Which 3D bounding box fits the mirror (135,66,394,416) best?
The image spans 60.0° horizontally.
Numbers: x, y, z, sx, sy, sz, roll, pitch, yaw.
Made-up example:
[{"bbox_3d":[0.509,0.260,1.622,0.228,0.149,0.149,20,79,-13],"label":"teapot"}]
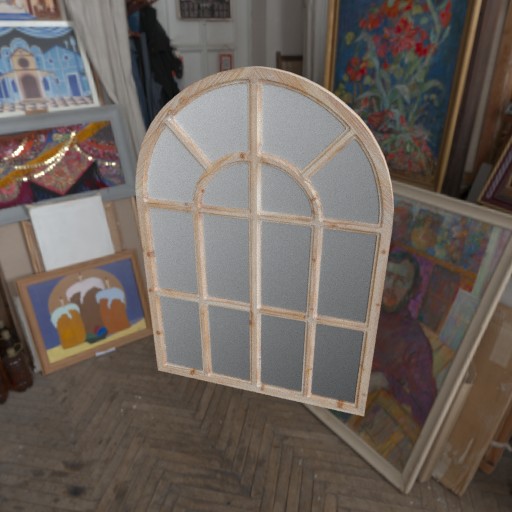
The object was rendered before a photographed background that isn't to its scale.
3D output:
[{"bbox_3d":[0.000,0.000,1.168,0.660,0.920,0.032,8,28,15],"label":"mirror"}]
